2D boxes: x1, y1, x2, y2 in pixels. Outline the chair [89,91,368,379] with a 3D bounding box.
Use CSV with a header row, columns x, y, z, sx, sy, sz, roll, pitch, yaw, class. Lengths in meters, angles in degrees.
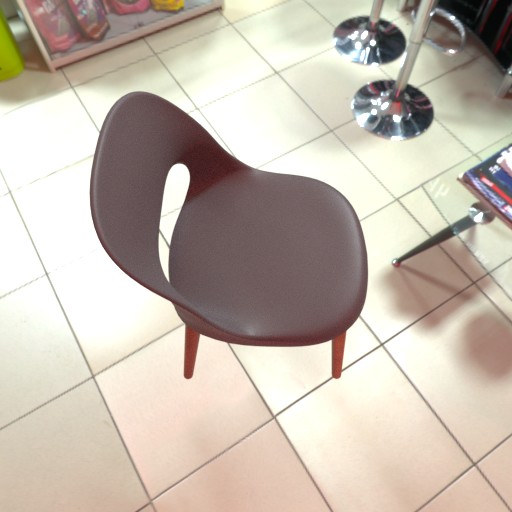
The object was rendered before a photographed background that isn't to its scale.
x,y,z,sx,sy,sz,roll,pitch,yaw,class
0.000,0.000,1.117,0.556,0.795,0.470,1,63,0,chair
